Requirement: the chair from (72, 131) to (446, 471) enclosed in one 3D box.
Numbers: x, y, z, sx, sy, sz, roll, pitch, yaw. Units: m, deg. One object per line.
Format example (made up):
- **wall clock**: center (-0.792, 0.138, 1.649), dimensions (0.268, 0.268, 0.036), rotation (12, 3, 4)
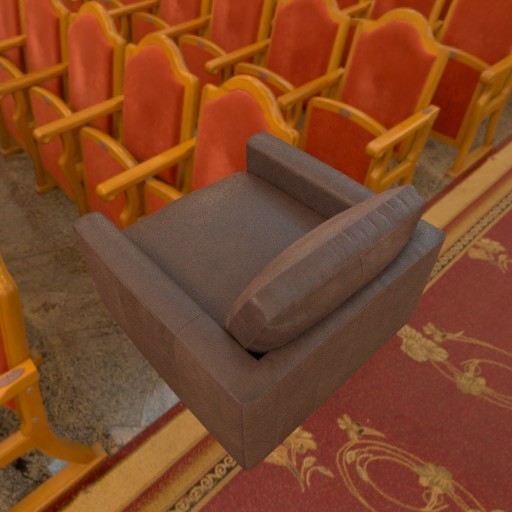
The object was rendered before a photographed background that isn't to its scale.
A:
- **chair**: center (0.000, 0.000, 1.847), dimensions (1.100, 0.812, 1.069), rotation (-33, 54, -28)
